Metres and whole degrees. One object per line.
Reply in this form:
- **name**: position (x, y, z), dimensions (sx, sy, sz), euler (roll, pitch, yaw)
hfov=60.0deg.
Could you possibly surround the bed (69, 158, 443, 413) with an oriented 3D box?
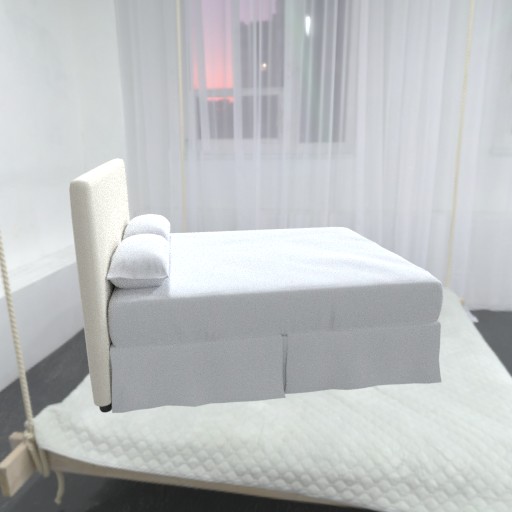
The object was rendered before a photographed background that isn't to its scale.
- **bed**: position (0.000, 0.000, 3.232), dimensions (2.142, 1.330, 1.713), euler (-3, 16, -10)
